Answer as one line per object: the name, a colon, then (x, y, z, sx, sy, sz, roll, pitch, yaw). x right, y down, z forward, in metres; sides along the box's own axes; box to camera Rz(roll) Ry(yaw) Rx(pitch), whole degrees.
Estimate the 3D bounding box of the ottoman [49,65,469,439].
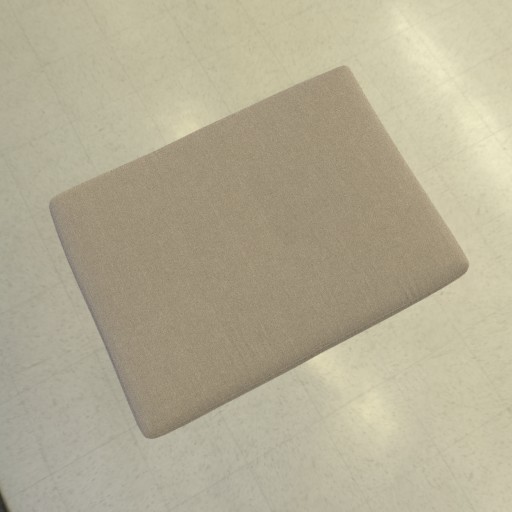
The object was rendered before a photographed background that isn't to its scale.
ottoman: (0.000, 0.000, 1.143, 0.771, 0.500, 0.569, -26, 78, -6)
